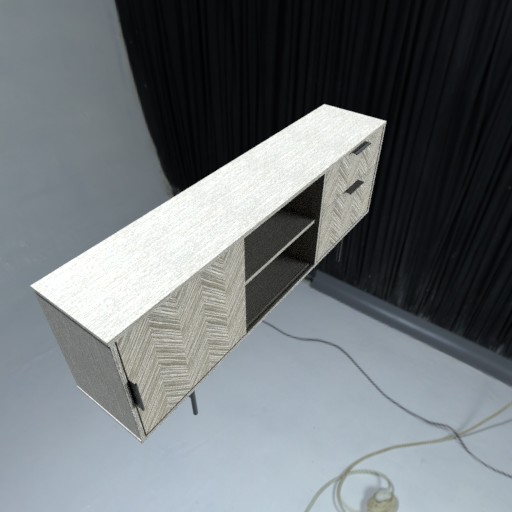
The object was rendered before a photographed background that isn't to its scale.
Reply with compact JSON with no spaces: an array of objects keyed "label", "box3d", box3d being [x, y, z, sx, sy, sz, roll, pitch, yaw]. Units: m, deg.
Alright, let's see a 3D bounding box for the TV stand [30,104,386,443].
[{"label":"TV stand","box3d":[0.000,0.000,2.092,0.405,0.787,1.804,26,47,27]}]
